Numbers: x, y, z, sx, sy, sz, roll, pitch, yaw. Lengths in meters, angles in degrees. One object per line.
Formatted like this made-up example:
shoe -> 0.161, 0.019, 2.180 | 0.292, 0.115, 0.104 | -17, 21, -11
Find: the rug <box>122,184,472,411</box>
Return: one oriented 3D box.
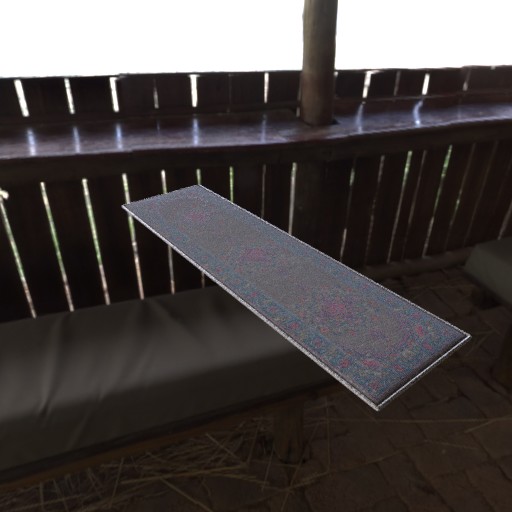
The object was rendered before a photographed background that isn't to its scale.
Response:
rug -> 0.000, 0.000, 2.576 | 0.659, 0.019, 2.297 | -22, 37, -32
